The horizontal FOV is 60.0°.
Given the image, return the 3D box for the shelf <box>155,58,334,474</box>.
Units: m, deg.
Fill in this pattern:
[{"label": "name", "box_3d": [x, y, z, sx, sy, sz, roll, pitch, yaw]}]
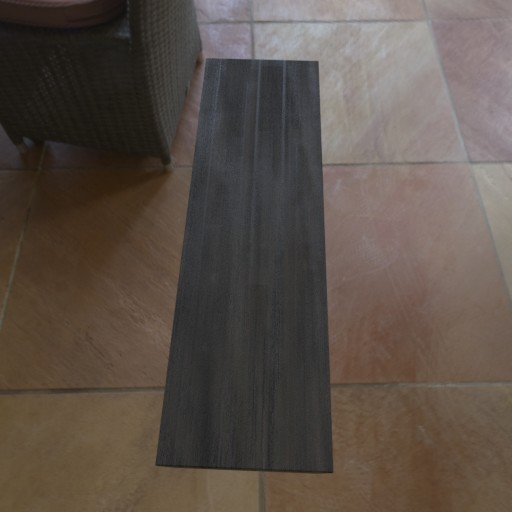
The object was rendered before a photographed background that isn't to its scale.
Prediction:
[{"label": "shelf", "box_3d": [0.000, 0.000, 1.490, 0.400, 0.495, 1.300, 2, 64, 1]}]
